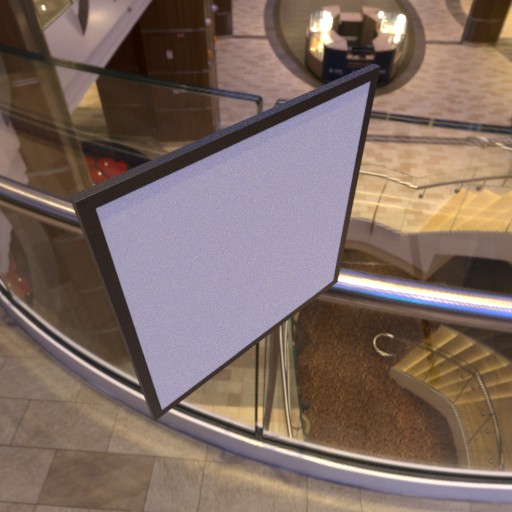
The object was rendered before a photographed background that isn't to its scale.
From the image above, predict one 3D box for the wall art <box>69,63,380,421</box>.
[{"bbox_3d":[0.000,0.000,1.200,0.807,0.807,0.022,-32,54,-28],"label":"wall art"}]
